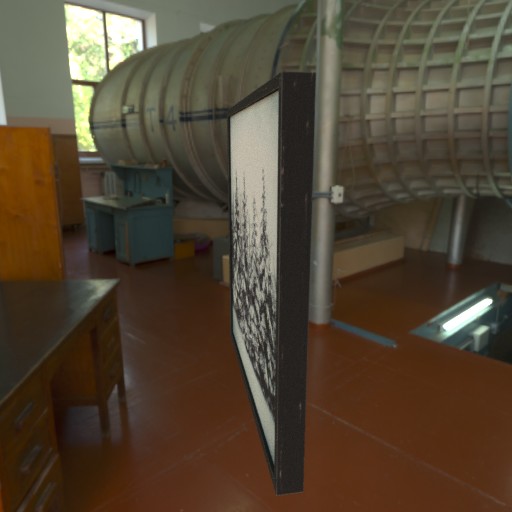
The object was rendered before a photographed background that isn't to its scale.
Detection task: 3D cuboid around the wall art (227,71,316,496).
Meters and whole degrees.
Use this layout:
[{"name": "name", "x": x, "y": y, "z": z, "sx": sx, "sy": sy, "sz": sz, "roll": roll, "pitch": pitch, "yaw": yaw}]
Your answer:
[{"name": "wall art", "x": 0.000, "y": 0.000, "z": 0.749, "sx": 0.036, "sy": 0.506, "sz": 0.506, "roll": -2, "pitch": 14, "yaw": -10}]
